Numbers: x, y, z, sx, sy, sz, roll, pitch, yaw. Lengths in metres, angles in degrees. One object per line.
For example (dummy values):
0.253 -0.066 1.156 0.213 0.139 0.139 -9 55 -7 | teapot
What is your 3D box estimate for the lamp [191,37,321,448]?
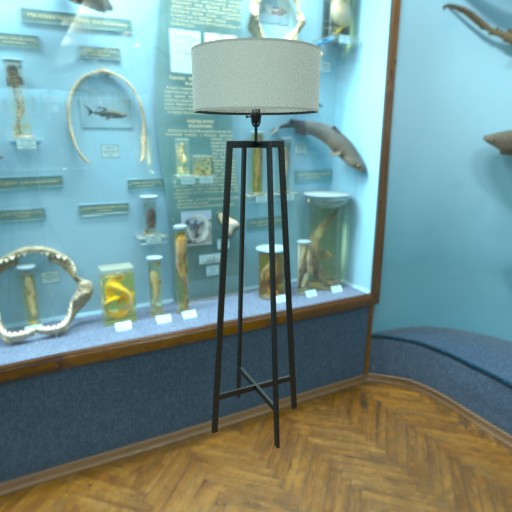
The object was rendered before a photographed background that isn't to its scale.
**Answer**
0.000 0.000 1.776 0.456 1.510 0.457 -7 17 -25 | lamp
